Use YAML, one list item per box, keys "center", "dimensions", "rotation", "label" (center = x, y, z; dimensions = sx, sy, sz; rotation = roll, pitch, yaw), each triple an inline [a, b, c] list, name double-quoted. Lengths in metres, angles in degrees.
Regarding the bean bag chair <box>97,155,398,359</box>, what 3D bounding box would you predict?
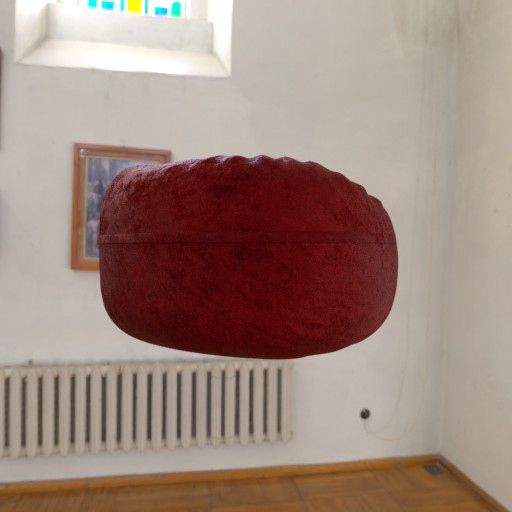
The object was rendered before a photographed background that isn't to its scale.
- center: [0.000, 0.000, 2.405]
  dimensions: [1.524, 0.878, 1.524]
  rotation: [1, 1, 35]
  label: "bean bag chair"
